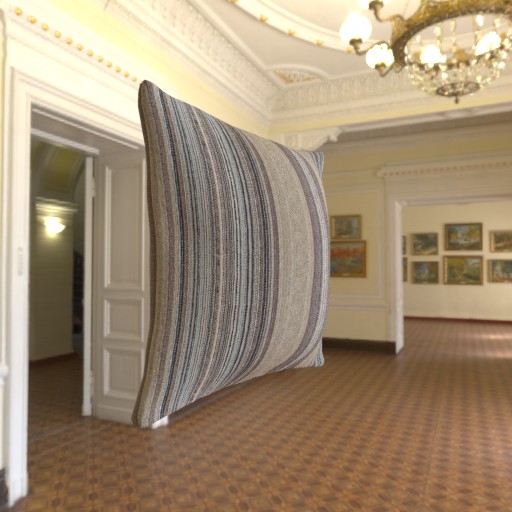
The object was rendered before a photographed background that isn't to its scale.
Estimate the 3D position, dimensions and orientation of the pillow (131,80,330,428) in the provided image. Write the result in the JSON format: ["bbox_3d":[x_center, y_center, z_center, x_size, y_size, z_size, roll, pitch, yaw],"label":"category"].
[{"bbox_3d":[0.000,0.000,0.688,0.189,0.416,0.435,-1,-2,38],"label":"pillow"}]
